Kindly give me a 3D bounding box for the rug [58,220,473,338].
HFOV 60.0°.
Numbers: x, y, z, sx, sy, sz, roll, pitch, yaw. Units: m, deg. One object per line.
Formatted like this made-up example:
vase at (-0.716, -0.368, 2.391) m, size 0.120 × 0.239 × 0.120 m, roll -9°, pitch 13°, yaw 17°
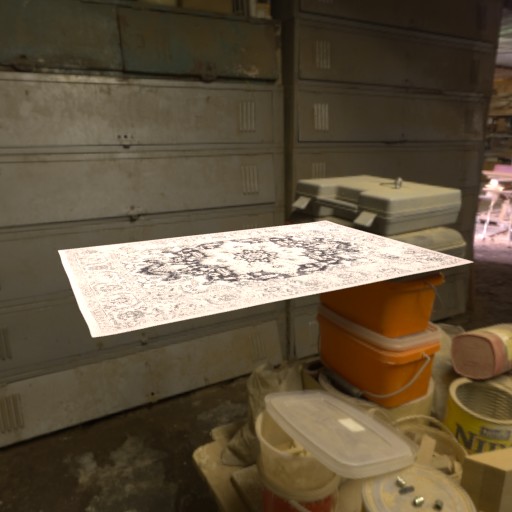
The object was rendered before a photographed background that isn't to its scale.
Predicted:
rug at (0.000, 0.000, 2.310) m, size 1.813 × 0.008 × 1.223 m, roll -8°, pitch 17°, yaw -27°
